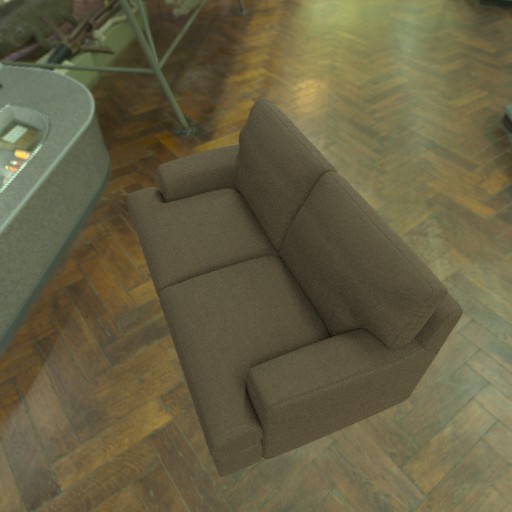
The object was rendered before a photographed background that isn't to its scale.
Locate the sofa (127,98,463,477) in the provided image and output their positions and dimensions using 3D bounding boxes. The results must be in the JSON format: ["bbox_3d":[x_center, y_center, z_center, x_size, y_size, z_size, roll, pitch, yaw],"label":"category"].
[{"bbox_3d":[0.000,0.000,2.462,1.140,0.950,1.869,-16,48,-16],"label":"sofa"}]
